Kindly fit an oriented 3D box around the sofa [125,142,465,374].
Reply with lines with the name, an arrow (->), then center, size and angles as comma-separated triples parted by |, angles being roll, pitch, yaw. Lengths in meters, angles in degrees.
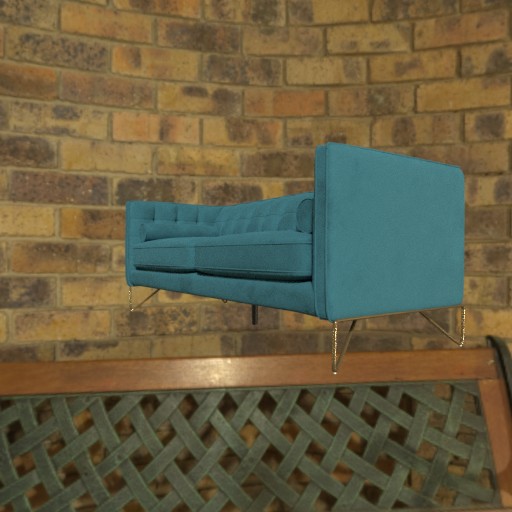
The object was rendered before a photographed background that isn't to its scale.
sofa -> 0.000, 0.000, 2.547 | 0.867, 0.789, 2.087 | 0, 0, -35
